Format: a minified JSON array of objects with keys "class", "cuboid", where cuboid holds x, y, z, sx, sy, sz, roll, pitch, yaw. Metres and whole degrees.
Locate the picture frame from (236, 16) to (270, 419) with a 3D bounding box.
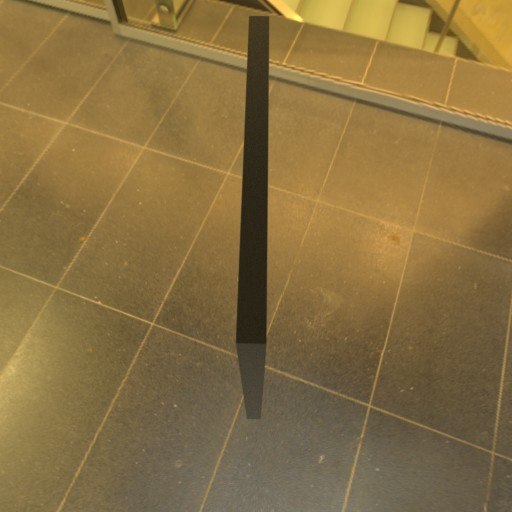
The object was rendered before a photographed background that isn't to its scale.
[{"class":"picture frame","cuboid":[0.000,0.000,0.756,0.028,0.556,0.460,1,63,1]}]
